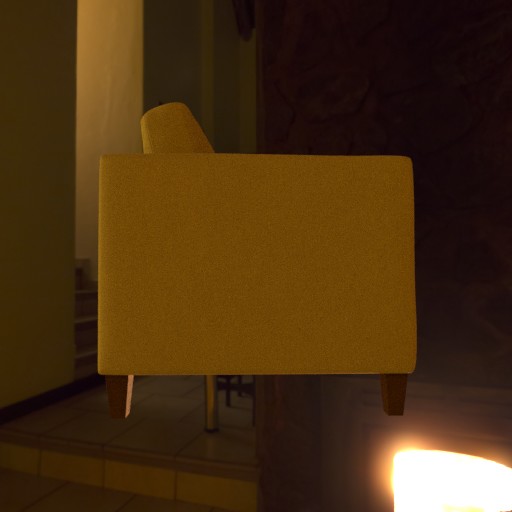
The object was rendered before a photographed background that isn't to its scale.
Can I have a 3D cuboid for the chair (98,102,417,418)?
[{"bbox_3d":[0.000,0.000,1.799,0.959,0.961,1.107,0,-1,-2],"label":"chair"}]
